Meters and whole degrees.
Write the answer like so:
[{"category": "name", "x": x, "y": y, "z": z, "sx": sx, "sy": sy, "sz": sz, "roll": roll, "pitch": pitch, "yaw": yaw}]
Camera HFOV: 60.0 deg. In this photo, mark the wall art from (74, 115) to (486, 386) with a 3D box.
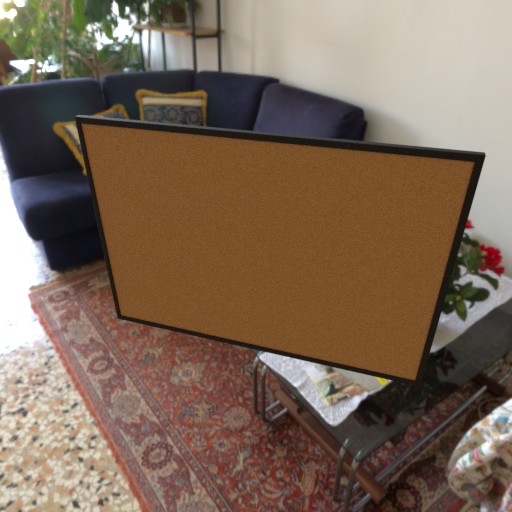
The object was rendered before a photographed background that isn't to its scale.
[{"category": "wall art", "x": 0.000, "y": 0.000, "z": 0.819, "sx": 0.664, "sy": 0.458, "sz": 0.013, "roll": 10, "pitch": 33, "yaw": 15}]
